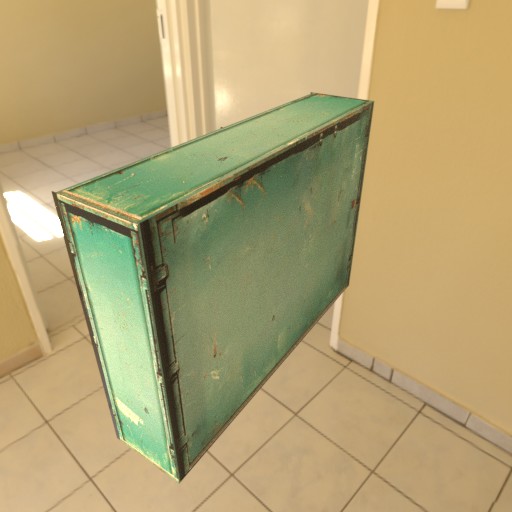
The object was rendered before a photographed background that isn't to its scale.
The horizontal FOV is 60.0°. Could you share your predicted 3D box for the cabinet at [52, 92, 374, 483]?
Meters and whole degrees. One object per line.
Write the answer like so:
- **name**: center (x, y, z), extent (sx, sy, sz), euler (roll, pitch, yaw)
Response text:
- **cabinet**: center (0.000, 0.000, 3.900), extent (0.680, 2.160, 3.001), euler (20, 37, 28)
